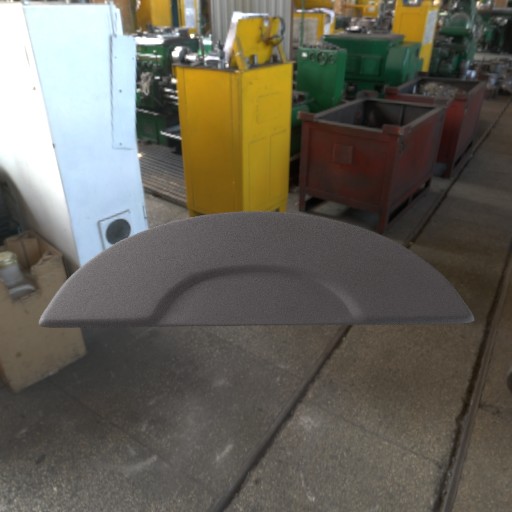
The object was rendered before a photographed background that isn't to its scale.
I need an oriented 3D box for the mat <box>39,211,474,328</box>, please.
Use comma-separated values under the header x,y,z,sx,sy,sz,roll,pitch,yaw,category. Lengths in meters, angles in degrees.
x,y,z,sx,sy,sz,roll,pitch,yaw,category
0.000,0.000,1.908,1.525,0.022,0.917,0,31,-1,mat
